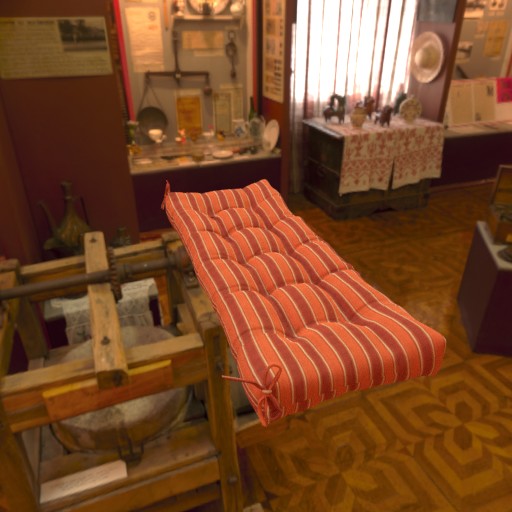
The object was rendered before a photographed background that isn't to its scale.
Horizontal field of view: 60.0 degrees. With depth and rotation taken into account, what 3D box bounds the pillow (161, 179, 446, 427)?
[{"bbox_3d":[0.000,0.000,1.371,0.511,0.174,1.194,-10,30,-17],"label":"pillow"}]
